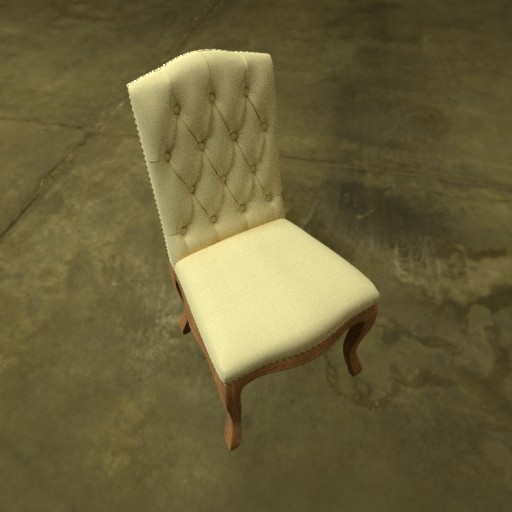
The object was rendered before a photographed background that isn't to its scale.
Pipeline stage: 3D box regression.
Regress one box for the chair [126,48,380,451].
[{"bbox_3d":[0.000,0.000,1.528,0.623,1.165,0.715,-23,50,-22],"label":"chair"}]
